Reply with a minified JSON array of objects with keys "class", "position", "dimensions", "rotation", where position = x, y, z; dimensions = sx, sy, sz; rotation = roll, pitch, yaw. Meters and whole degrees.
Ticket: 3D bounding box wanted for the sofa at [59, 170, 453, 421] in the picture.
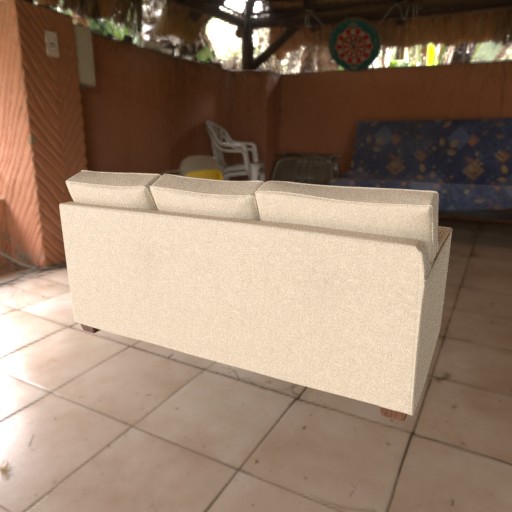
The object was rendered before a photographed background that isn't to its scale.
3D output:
[{"class":"sofa","position":[0.000,0.000,2.521],"dimensions":[1.962,0.946,1.034],"rotation":[8,18,27]}]
